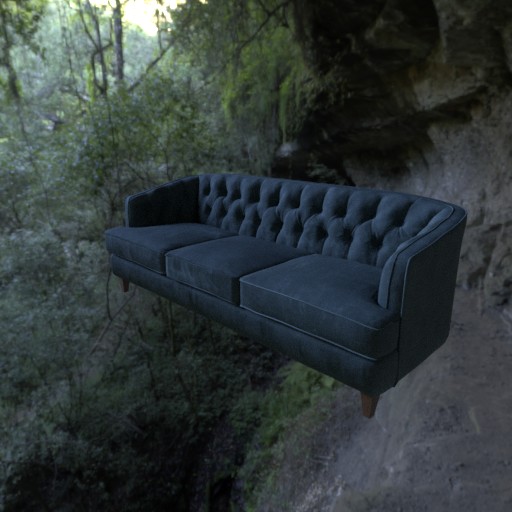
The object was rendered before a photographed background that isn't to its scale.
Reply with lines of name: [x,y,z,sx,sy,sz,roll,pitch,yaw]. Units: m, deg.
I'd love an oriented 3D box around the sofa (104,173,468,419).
sofa: [0.000,0.000,2.758,0.941,0.855,2.278,-16,22,-42]
